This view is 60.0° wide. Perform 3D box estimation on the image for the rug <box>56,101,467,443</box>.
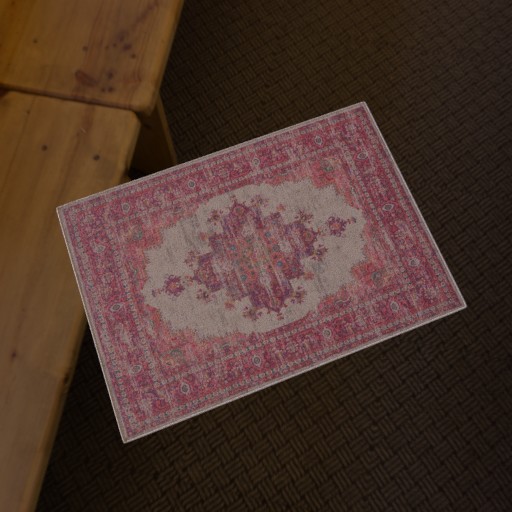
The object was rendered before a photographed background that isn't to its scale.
[{"bbox_3d":[0.000,0.000,3.664,2.878,0.014,2.005,-20,77,-5],"label":"rug"}]
